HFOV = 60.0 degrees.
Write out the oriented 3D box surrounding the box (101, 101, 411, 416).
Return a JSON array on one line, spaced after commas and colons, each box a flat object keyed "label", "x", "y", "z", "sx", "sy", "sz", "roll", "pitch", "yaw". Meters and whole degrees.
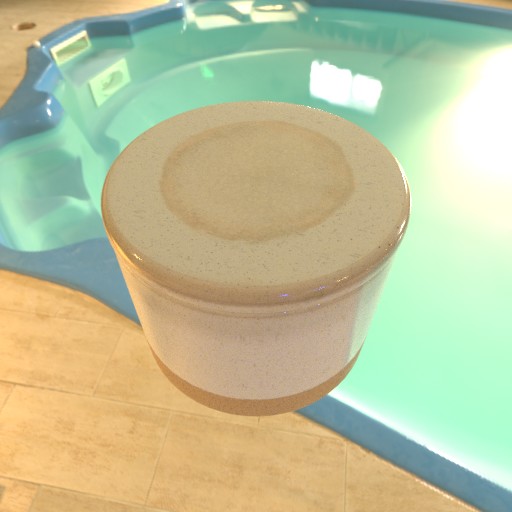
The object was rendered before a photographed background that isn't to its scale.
[{"label": "box", "x": 0.000, "y": 0.000, "z": 0.266, "sx": 0.154, "sy": 0.123, "sz": 0.154, "roll": 0, "pitch": 47, "yaw": 0}]
